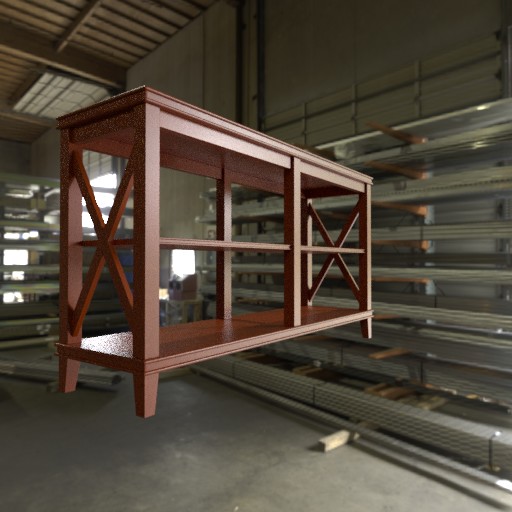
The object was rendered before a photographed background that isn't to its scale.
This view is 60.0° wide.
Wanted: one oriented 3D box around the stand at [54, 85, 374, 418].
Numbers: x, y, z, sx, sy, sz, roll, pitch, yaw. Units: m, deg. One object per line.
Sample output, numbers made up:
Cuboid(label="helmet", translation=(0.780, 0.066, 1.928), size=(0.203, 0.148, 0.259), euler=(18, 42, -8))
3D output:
Cuboid(label="stand", translation=(0.000, 0.000, 1.671), size=(0.381, 0.762, 1.372), euler=(-1, -1, 36))
